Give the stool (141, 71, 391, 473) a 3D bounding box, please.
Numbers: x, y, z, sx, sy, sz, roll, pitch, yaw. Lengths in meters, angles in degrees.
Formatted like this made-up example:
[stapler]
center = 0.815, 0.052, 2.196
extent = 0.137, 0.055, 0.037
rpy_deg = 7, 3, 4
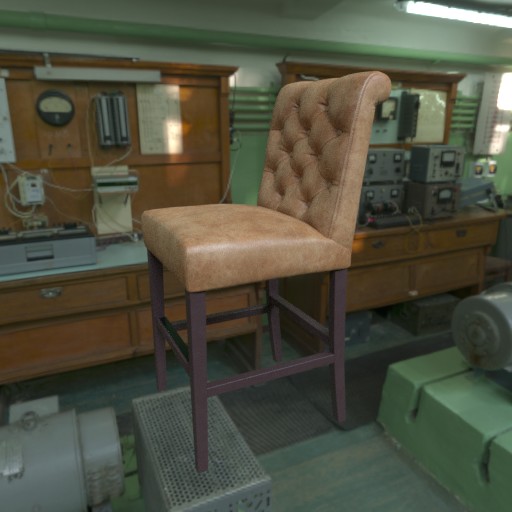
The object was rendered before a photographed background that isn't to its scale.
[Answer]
[stool]
center = 0.000, 0.000, 1.371
extent = 0.601, 1.047, 0.493
rpy_deg = -8, 18, -25
